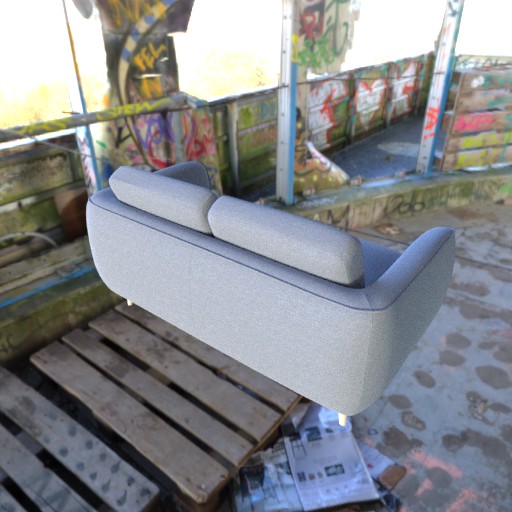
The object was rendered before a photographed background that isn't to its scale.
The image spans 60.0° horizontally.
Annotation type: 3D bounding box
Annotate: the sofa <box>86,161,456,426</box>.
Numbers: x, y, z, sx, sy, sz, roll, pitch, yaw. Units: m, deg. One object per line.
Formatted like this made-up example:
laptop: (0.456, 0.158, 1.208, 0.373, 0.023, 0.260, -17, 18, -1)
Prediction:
sofa: (0.000, 0.000, 2.233, 1.700, 0.850, 0.920, 21, 36, 32)
